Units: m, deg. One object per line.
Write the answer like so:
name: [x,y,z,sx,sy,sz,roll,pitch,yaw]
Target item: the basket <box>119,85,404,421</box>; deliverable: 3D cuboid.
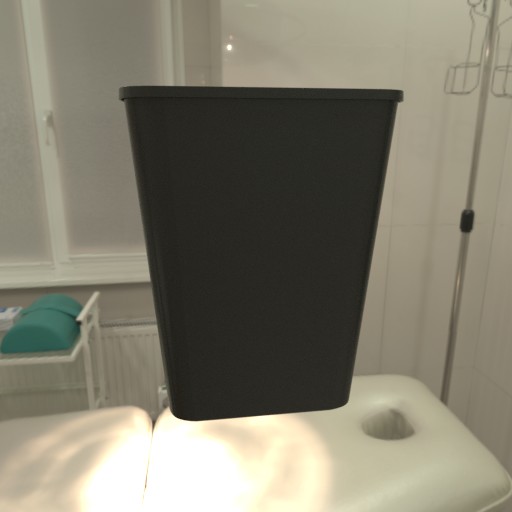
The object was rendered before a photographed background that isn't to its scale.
basket: [0.000,0.000,0.766,0.394,0.521,0.287,-2,15,-8]
